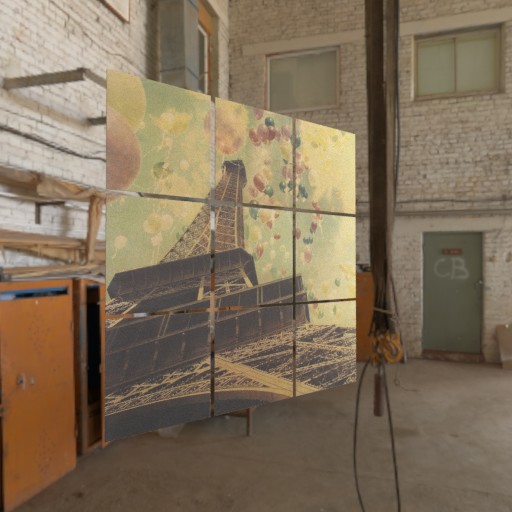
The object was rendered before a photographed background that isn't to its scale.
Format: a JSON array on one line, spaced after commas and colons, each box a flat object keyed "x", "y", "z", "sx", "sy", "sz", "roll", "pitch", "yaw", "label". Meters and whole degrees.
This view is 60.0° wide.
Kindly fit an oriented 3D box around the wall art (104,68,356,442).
[{"x": 0.000, "y": 0.000, "z": 2.240, "sx": 1.517, "sy": 1.505, "sz": 0.002, "roll": 1, "pitch": -1, "yaw": -37, "label": "wall art"}]
